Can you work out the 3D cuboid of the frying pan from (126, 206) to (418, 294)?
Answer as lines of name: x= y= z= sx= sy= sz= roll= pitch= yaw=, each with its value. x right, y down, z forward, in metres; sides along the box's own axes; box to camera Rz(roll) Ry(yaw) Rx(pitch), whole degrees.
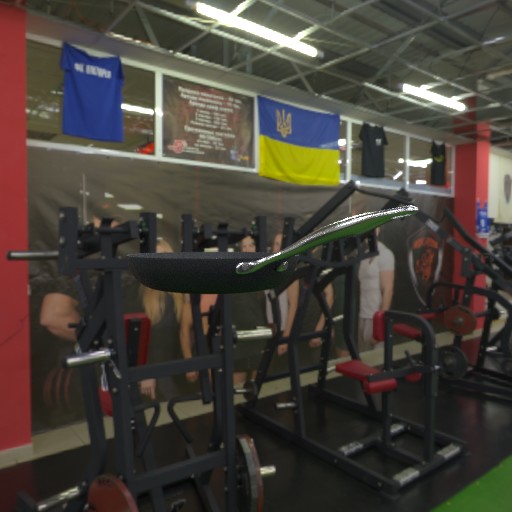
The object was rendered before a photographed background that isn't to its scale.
frying pan: x=0.000 y=0.000 z=0.581 sx=0.255 sy=0.105 sz=0.472 roll=-2 pitch=3 yaw=-36
